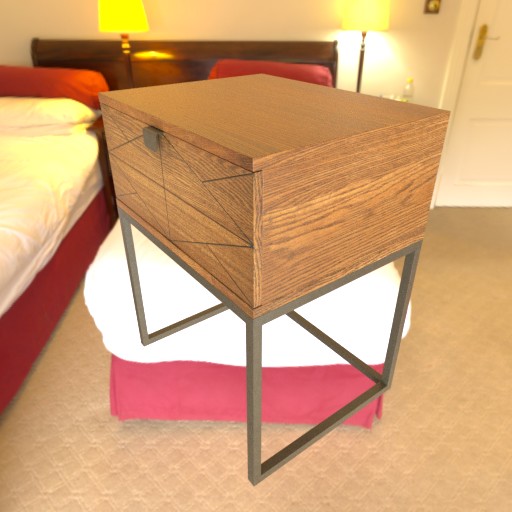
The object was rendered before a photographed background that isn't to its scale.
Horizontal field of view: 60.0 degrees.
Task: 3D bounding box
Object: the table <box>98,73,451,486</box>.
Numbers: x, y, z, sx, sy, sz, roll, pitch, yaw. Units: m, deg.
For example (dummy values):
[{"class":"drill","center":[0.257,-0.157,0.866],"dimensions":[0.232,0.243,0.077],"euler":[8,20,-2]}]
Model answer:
[{"class":"table","center":[0.000,0.000,0.908],"dimensions":[0.400,0.610,0.482],"euler":[-21,36,-31]}]
